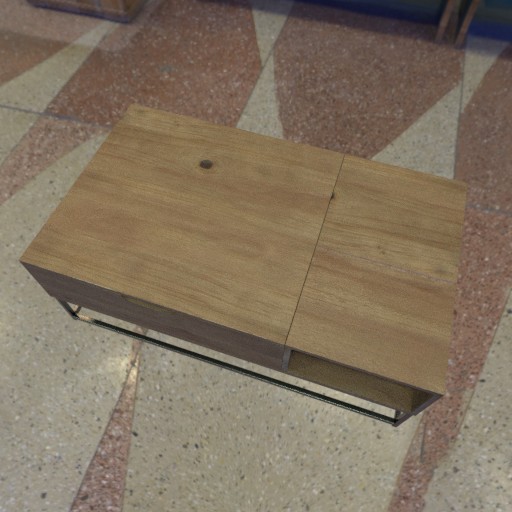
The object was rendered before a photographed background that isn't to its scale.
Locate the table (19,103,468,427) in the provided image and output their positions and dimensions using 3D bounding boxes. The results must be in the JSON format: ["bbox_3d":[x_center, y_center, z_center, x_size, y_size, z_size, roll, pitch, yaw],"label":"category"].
[{"bbox_3d":[0.000,0.000,1.405,1.101,0.395,0.655,16,60,10],"label":"table"}]
